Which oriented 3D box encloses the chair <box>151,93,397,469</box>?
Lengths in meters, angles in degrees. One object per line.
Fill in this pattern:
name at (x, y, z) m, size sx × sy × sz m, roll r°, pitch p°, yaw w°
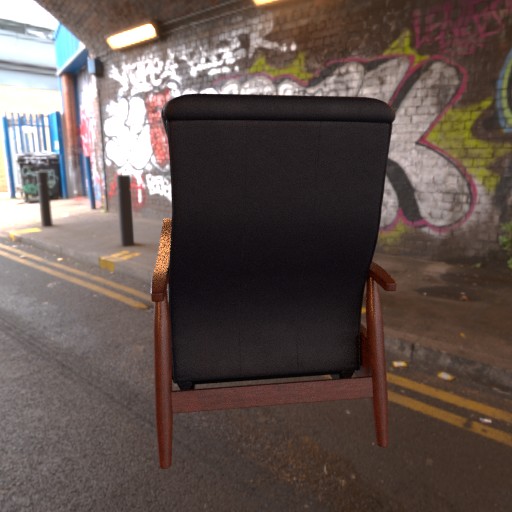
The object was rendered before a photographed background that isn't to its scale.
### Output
chair at (0.000, 0.000, 1.746) m, size 0.762 × 1.082 × 1.014 m, roll -2°, pitch 13°, yaw -8°
